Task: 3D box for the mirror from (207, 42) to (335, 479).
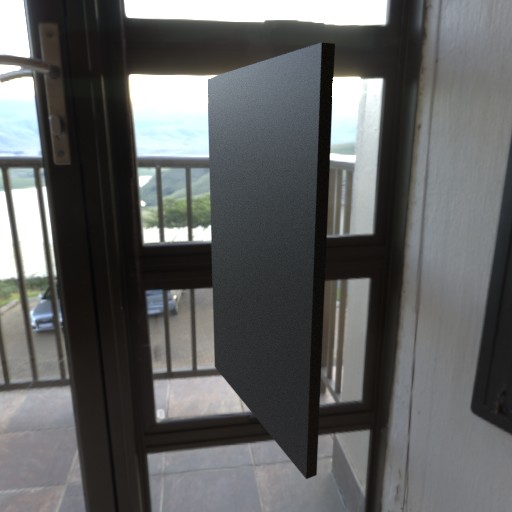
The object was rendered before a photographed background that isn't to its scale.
[{"bbox_3d":[0.000,0.000,1.527,0.038,1.219,0.762,-7,17,-26],"label":"mirror"}]
